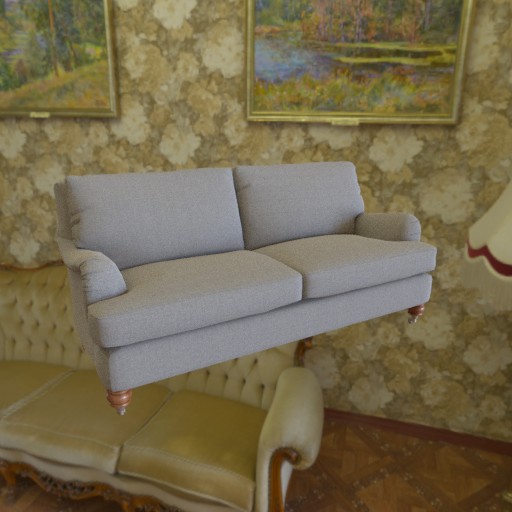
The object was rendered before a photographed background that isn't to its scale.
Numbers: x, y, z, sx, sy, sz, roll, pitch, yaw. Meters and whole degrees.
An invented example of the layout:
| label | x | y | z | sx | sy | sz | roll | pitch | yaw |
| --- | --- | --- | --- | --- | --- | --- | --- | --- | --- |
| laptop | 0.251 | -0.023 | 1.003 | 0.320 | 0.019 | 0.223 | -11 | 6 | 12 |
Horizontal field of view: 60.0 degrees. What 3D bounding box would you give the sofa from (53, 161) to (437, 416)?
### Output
| label | x | y | z | sx | sy | sz | roll | pitch | yaw |
| --- | --- | --- | --- | --- | --- | --- | --- | --- | --- |
| sofa | 0.000 | 0.000 | 2.744 | 2.160 | 1.054 | 1.087 | -9 | 19 | -29 |
